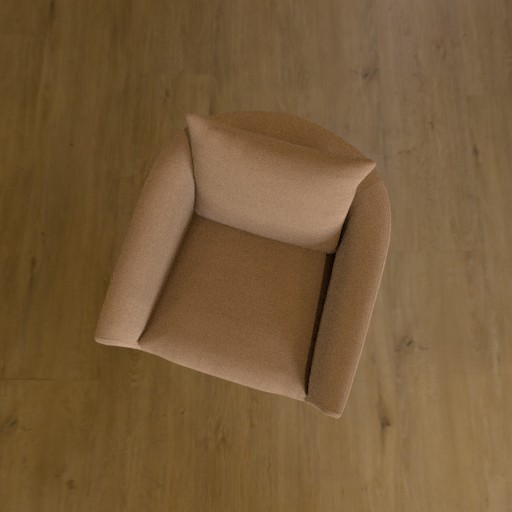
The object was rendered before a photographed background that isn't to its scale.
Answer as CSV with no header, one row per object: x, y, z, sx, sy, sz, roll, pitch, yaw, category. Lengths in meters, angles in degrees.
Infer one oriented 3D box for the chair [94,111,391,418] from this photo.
0.000,0.000,1.636,0.845,0.848,0.910,17,77,4,chair
